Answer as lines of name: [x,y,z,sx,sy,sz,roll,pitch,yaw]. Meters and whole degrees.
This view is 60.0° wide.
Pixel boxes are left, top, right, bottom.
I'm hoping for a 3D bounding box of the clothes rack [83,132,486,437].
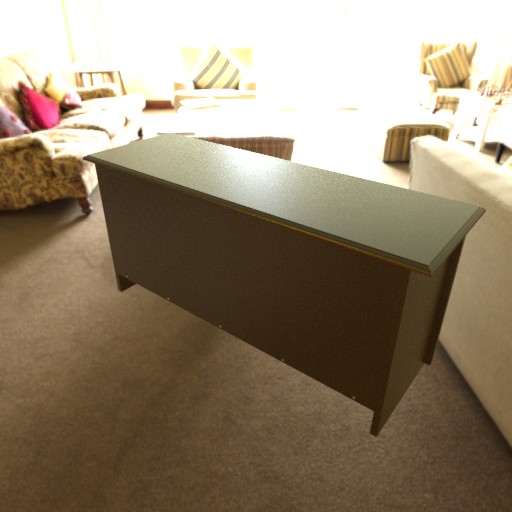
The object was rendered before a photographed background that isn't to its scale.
clothes rack: [0.000,0.000,1.487,1.219,0.556,0.406,22,36,32]
